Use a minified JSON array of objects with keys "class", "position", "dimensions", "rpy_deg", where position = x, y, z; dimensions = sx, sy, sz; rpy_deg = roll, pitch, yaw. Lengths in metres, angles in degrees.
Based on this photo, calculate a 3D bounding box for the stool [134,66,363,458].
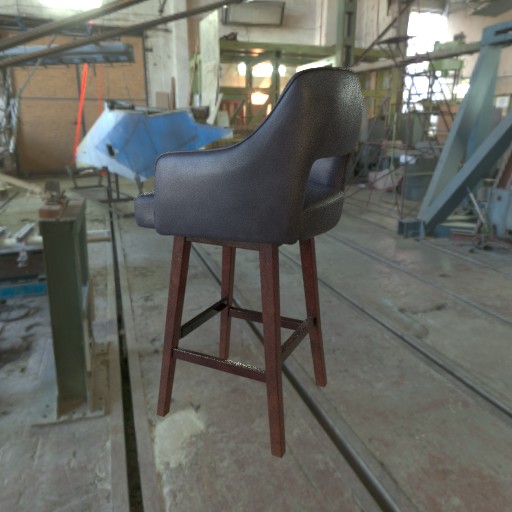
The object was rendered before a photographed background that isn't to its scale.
[{"class":"stool","position":[0.000,0.000,1.368],"dimensions":[0.560,1.041,0.550],"rpy_deg":[8,18,25]}]
